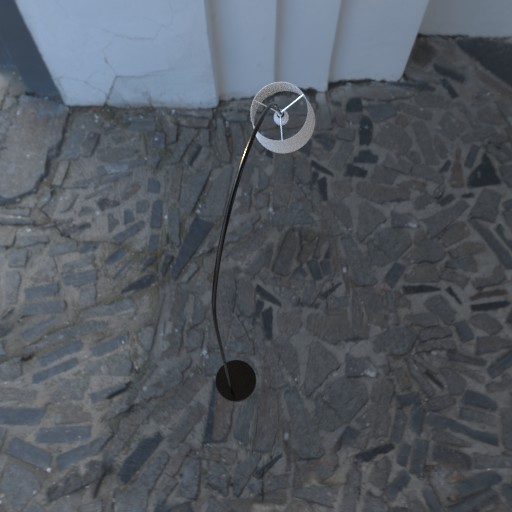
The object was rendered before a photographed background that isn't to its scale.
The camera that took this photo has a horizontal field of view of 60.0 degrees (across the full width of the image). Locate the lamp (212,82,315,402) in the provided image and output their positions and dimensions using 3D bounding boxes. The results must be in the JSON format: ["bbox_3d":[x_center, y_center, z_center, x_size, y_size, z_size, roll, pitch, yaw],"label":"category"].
[{"bbox_3d":[0.000,0.000,2.609,0.331,2.104,1.363,14,64,7],"label":"lamp"}]
